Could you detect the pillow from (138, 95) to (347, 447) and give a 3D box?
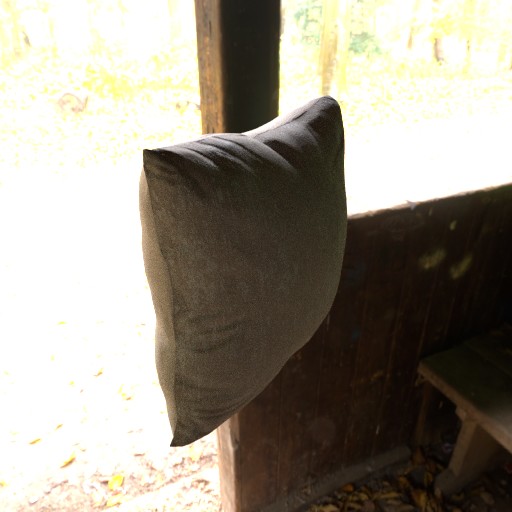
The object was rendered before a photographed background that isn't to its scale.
[{"bbox_3d":[0.000,0.000,0.718,0.245,0.448,0.450,19,33,31],"label":"pillow"}]
